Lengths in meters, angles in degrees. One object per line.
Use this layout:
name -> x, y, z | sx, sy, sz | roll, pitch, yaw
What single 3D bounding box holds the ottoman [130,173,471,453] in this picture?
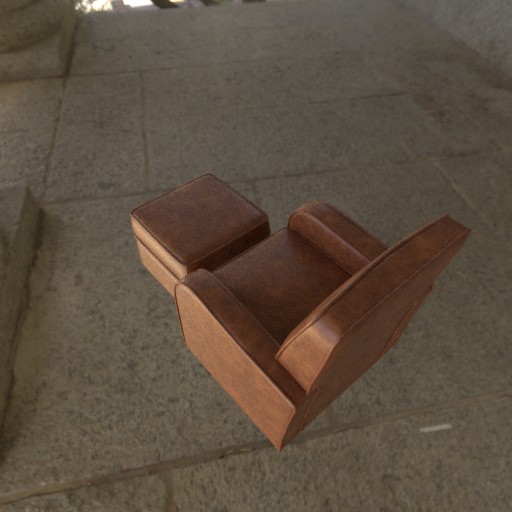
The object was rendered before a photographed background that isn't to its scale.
ottoman -> 0.000, 0.000, 1.848 | 0.732, 0.904, 1.314 | -32, 54, -27
